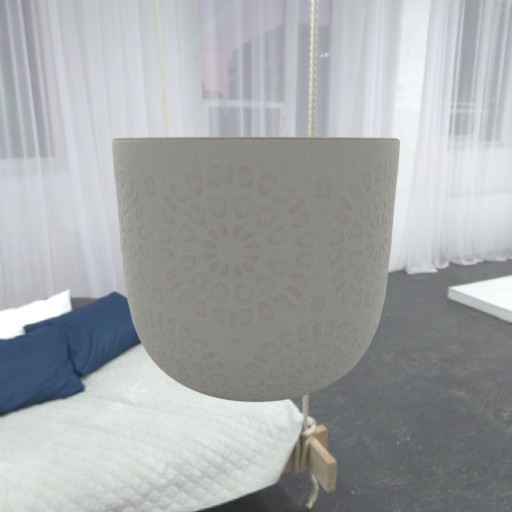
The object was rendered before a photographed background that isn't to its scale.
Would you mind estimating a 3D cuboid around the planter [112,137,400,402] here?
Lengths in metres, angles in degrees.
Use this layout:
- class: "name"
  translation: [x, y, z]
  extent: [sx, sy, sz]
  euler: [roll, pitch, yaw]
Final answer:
- class: "planter"
  translation: [0.000, 0.000, 0.213]
  extent: [0.124, 0.109, 0.124]
  euler: [0, 14, 0]
